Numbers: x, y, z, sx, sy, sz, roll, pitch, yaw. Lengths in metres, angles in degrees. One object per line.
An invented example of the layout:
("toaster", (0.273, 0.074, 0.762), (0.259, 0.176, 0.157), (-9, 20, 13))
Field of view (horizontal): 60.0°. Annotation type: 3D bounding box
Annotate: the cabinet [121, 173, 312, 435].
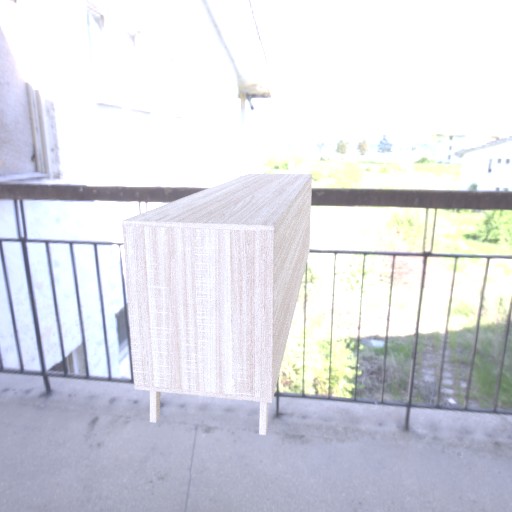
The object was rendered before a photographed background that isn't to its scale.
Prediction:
("cabinet", (0.000, 0.000, 2.545), (0.500, 0.780, 2.200), (3, 15, 10))
